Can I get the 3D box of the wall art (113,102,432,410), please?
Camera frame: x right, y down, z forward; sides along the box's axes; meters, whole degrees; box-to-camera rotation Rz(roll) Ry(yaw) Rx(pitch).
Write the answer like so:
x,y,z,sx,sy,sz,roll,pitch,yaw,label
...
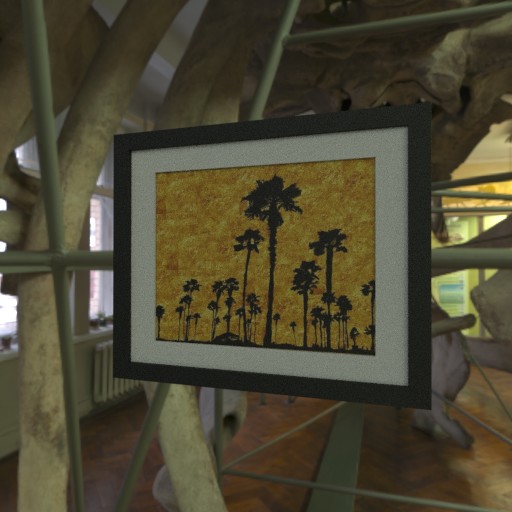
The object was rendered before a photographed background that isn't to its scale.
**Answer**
x,y,z,sx,sy,sz,roll,pitch,yaw,label
0.000,0.000,0.762,0.561,0.460,0.028,0,0,19,wall art
